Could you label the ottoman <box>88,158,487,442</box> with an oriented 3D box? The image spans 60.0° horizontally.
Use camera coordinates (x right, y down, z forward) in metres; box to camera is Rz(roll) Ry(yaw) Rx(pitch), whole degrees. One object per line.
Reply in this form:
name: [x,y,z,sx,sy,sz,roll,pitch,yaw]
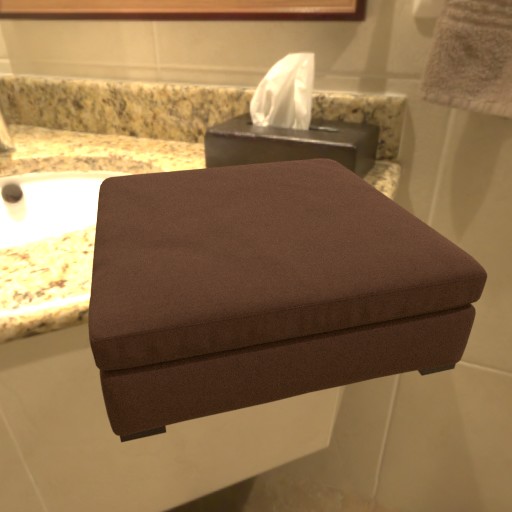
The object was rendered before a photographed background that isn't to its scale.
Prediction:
ottoman: [0.000,0.000,1.774,1.181,0.470,1.181,-8,30,-13]
